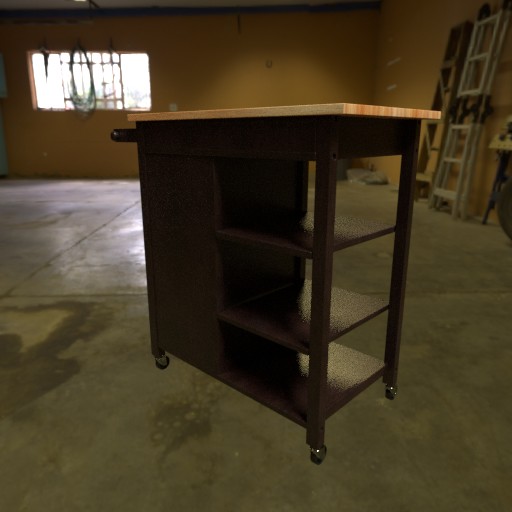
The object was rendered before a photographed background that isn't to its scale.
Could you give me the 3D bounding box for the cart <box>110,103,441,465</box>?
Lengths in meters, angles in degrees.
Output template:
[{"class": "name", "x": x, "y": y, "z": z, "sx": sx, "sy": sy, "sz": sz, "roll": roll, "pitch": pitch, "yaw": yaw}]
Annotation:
[{"class": "cart", "x": 0.000, "y": 0.000, "z": 1.437, "sx": 0.914, "sy": 0.878, "sz": 0.472, "roll": 14, "pitch": 21, "yaw": 42}]
